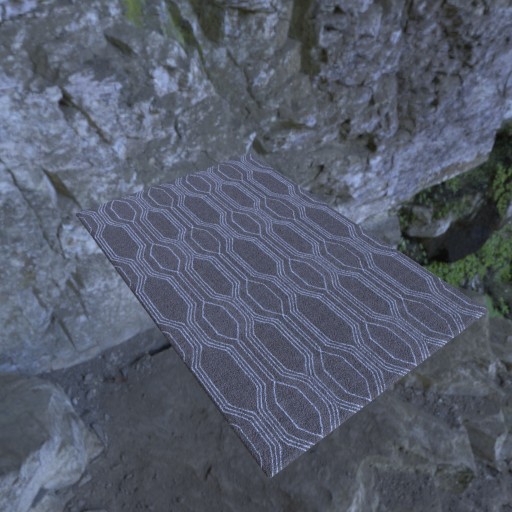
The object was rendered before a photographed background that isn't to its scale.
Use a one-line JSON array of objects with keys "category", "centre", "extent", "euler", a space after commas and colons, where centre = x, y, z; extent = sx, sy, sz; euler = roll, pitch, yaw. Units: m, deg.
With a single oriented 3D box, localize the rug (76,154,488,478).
[{"category": "rug", "centre": [0.000, 0.000, 2.270], "extent": [1.239, 0.012, 1.836], "euler": [-25, 47, -27]}]
